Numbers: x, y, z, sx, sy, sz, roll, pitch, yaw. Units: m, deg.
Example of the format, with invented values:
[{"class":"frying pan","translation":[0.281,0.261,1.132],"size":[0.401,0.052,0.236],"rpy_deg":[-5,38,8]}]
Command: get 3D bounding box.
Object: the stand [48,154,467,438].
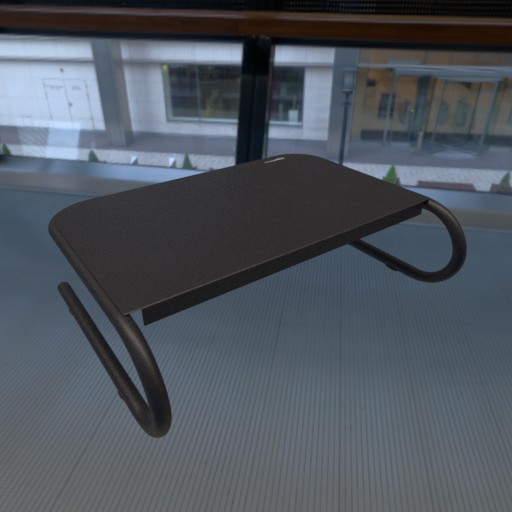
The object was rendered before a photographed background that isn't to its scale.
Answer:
[{"class":"stand","translation":[0.000,0.000,0.488],"size":[0.370,0.108,0.280],"rpy_deg":[-20,36,-30]}]
